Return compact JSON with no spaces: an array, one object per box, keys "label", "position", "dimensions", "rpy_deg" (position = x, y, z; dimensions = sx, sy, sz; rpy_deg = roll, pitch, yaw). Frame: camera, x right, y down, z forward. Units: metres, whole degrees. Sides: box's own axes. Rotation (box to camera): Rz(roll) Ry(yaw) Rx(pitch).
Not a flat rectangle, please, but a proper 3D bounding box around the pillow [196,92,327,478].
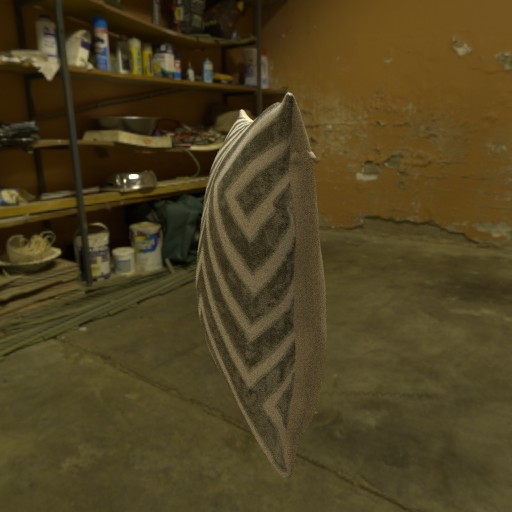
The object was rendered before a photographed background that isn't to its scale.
[{"label":"pillow","position":[0.000,0.000,0.668],"dimensions":[0.182,0.441,0.440],"rpy_deg":[-2,15,-8]}]
